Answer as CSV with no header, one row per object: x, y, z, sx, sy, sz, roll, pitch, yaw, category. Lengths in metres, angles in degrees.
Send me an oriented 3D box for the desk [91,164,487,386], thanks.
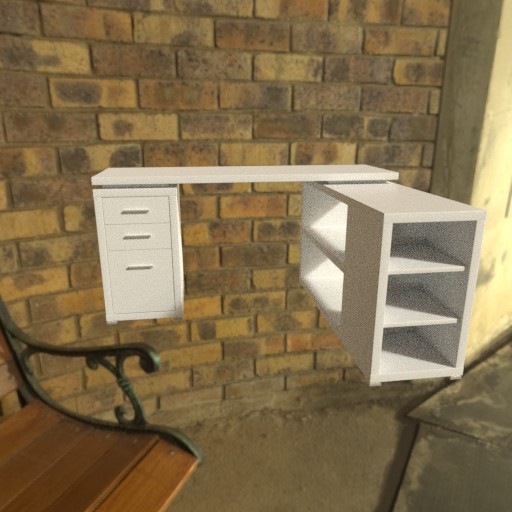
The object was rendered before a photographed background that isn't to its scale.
0.000,0.000,2.161,1.524,0.753,1.200,-2,17,-8,desk
